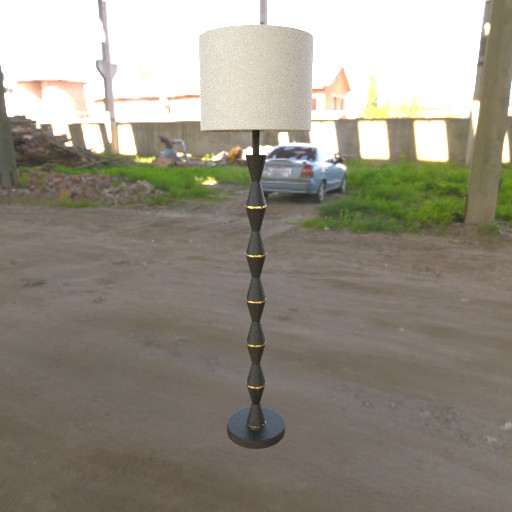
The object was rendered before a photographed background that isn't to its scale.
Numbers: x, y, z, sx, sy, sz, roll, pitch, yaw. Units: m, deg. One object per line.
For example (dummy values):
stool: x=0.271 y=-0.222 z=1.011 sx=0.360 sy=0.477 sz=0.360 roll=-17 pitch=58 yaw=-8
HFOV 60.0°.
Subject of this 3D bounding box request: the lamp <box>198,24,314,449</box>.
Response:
lamp: x=0.000 y=0.000 z=1.647 sx=0.381 sy=1.480 sz=0.381 roll=-2 pitch=14 yaw=-9
